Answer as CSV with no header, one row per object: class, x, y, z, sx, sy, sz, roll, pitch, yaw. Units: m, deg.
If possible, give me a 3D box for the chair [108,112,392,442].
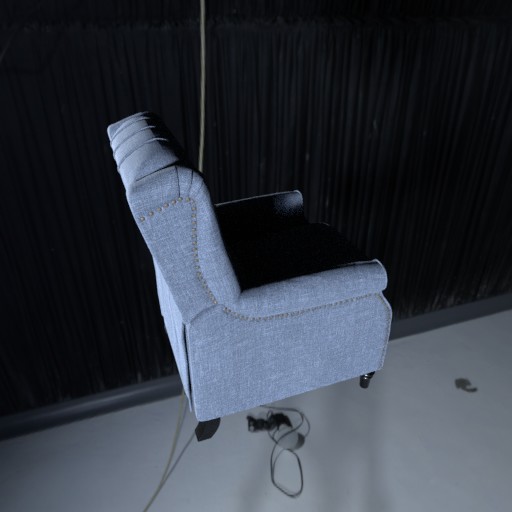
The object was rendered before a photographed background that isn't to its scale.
chair,0.000,0.000,1.671,0.898,1.035,0.742,-11,33,-17
